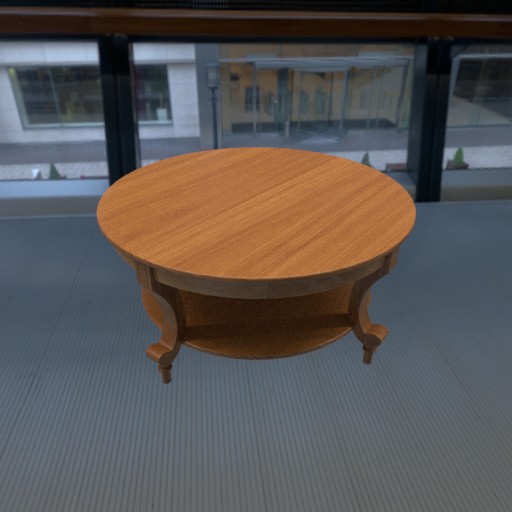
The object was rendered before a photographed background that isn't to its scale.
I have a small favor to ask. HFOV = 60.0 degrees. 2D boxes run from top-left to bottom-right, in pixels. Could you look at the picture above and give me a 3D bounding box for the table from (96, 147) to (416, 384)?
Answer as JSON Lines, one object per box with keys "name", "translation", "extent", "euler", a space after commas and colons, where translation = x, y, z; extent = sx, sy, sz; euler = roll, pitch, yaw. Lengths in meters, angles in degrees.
{"name": "table", "translation": [0.000, 0.000, 1.610], "extent": [1.029, 0.490, 1.029], "euler": [0, 31, 0]}
